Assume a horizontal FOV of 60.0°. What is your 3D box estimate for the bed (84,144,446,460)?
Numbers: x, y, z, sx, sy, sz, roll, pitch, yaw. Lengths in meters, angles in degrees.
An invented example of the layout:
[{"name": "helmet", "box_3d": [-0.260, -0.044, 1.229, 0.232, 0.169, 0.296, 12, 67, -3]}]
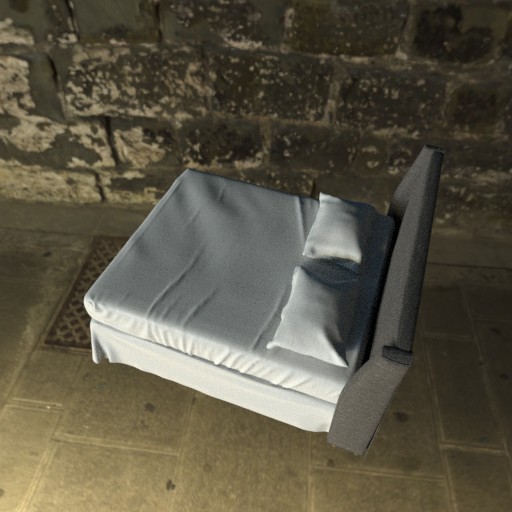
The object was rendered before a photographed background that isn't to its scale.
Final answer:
[{"name": "bed", "box_3d": [0.000, 0.000, 3.382, 2.276, 1.332, 1.925, 16, 49, 14]}]
